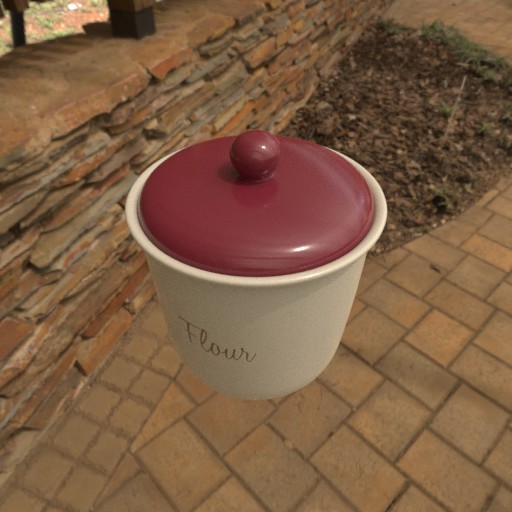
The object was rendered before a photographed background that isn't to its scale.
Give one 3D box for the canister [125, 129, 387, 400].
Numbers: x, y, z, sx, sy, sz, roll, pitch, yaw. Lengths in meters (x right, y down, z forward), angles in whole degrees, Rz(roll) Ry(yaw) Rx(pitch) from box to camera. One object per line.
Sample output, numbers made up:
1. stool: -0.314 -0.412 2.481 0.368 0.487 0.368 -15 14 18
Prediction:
1. canister: 0.000 0.000 0.353 0.182 0.208 0.182 0 41 0
